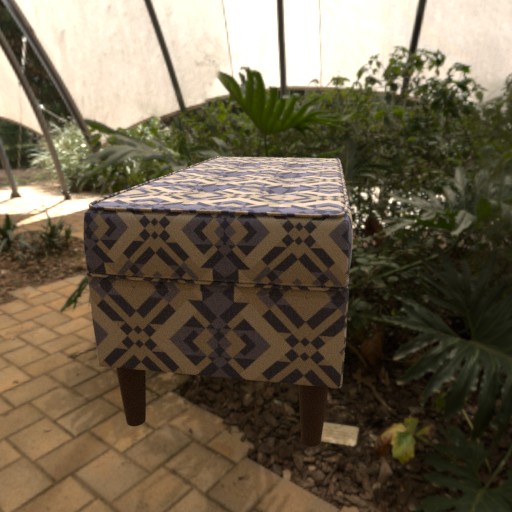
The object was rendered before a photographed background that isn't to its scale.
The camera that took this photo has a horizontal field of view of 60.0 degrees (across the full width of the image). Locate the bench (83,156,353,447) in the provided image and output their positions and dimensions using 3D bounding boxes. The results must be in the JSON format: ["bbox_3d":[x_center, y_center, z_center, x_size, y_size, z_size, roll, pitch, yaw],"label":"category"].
[{"bbox_3d":[0.000,0.000,1.285,0.492,0.477,1.016,3,18,9],"label":"bench"}]
